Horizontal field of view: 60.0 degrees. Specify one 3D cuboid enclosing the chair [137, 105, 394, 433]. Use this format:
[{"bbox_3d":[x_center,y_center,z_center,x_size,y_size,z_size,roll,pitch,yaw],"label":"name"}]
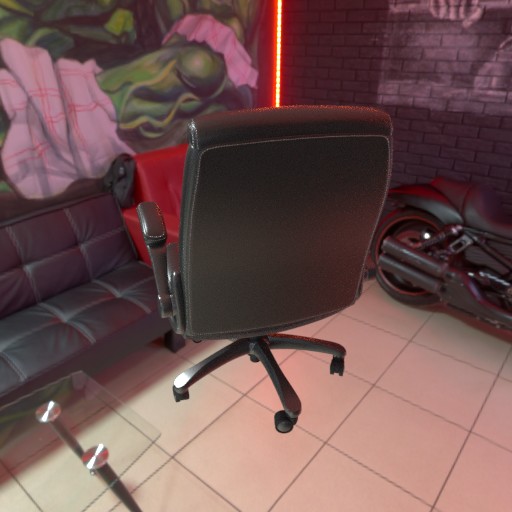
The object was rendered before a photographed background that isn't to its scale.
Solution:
[{"bbox_3d":[0.000,0.000,1.604,0.782,1.110,0.724,-8,27,-16],"label":"chair"}]
